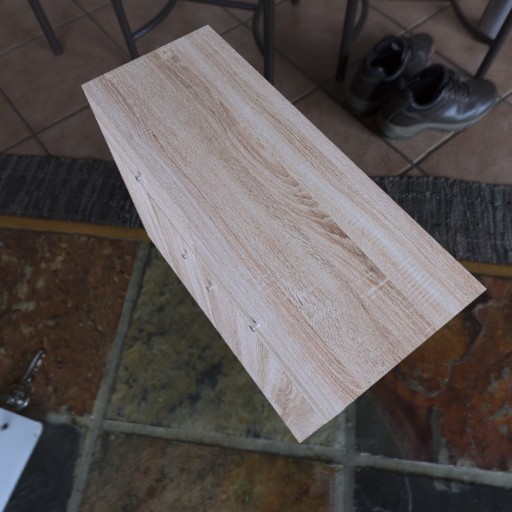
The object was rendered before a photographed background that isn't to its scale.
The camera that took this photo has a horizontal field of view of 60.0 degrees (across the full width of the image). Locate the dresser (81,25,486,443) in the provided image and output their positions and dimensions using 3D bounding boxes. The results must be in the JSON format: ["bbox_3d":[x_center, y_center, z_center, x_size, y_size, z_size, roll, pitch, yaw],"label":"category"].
[{"bbox_3d":[0.000,0.000,1.517,0.450,0.900,1.100,-34,68,-15],"label":"dresser"}]
